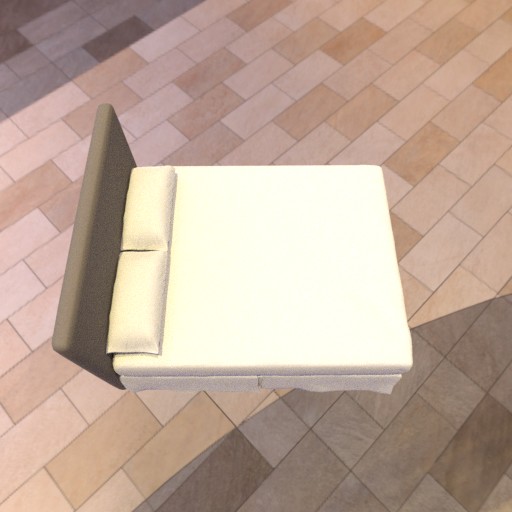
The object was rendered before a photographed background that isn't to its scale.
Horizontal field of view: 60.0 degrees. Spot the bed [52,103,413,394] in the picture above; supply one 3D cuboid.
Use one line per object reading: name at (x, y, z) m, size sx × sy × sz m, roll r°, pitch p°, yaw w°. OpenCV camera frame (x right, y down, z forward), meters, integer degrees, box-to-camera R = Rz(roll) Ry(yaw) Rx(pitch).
bed at (0.000, 0.000, 3.194) m, size 2.142 × 1.330 × 1.748 m, roll 0°, pitch 64°, yaw 0°
